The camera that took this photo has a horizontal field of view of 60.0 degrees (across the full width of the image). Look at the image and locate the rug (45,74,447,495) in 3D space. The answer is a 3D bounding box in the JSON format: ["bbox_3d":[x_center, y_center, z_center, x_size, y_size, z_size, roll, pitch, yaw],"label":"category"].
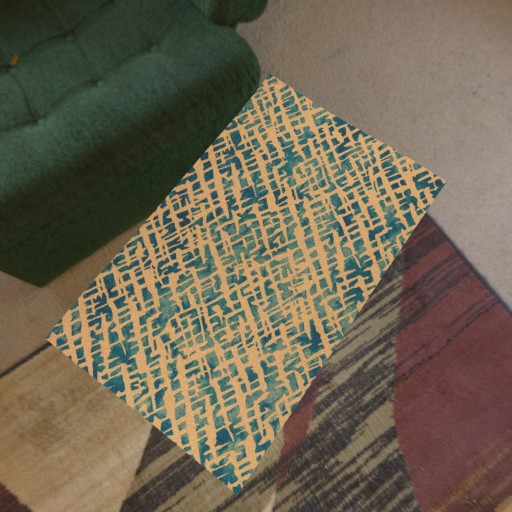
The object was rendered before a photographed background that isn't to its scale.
[{"bbox_3d":[0.000,0.000,2.951,1.520,0.011,2.447,35,77,9],"label":"rug"}]
